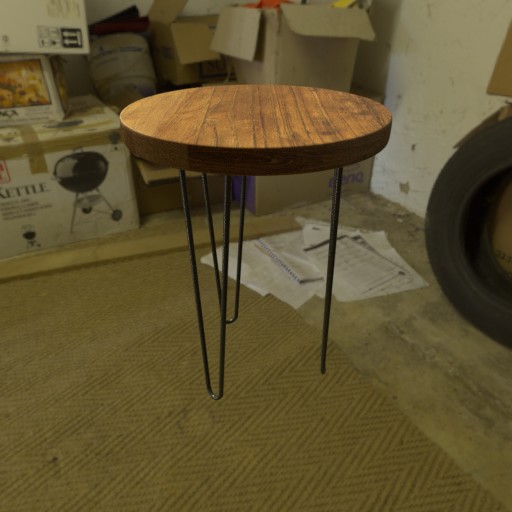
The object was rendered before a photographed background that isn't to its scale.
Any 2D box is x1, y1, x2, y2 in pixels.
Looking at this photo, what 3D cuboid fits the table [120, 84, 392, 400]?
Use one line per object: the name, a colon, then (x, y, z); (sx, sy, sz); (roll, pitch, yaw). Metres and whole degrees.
table: (0.000, 0.000, 0.801); (0.400, 0.520, 0.400); (0, 31, 0)
